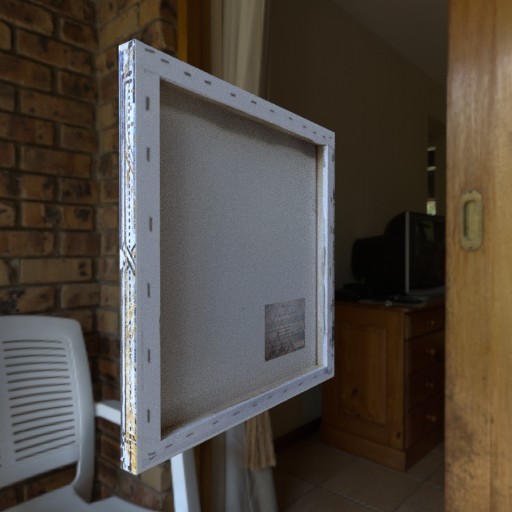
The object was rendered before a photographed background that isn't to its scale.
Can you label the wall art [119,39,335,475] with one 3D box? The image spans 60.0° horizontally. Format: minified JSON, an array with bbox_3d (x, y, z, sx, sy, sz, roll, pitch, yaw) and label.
[{"bbox_3d":[0.000,0.000,0.869,0.036,0.607,0.609,1,1,37],"label":"wall art"}]
